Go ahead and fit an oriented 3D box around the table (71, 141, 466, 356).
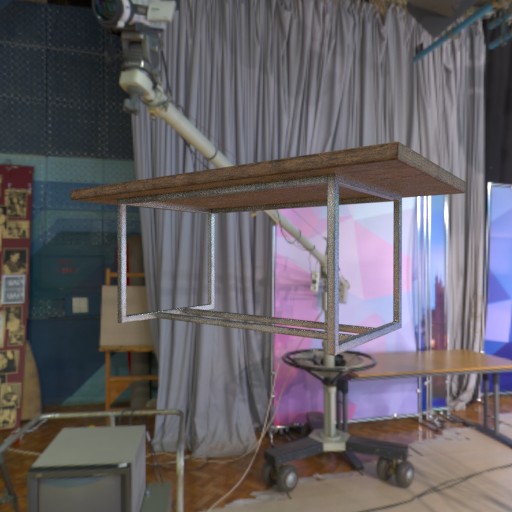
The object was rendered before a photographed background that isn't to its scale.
[{"bbox_3d":[0.000,0.000,2.523,1.989,0.795,1.078,0,1,36],"label":"table"}]
